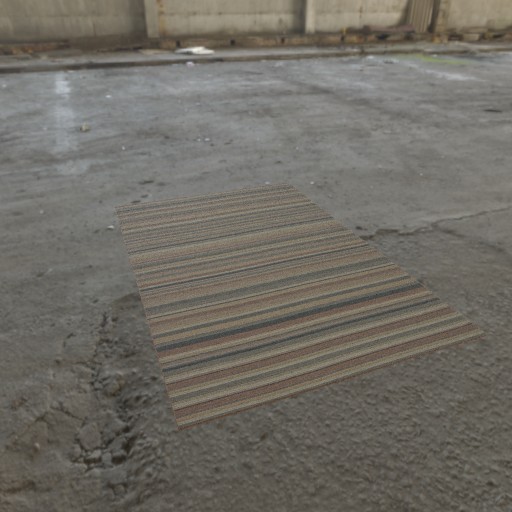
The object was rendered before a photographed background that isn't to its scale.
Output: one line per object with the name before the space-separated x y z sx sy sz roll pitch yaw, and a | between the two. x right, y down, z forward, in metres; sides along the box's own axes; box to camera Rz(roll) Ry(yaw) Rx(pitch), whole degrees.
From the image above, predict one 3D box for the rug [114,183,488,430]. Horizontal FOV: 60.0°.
rug | 0.000 0.000 2.268 1.219 0.008 1.829 -11 31 -19
